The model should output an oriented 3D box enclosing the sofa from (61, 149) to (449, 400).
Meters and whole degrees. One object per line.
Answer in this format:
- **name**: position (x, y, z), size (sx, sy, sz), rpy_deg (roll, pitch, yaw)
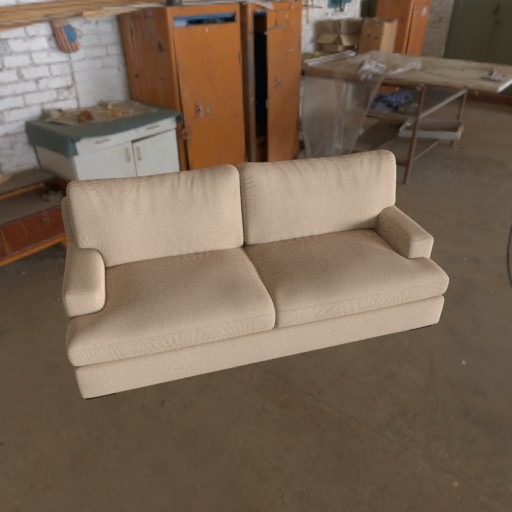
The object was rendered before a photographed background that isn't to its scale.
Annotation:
- **sofa**: position (0.000, 0.000, 2.641), size (2.147, 0.925, 0.929), rpy_deg (-9, 33, -14)
